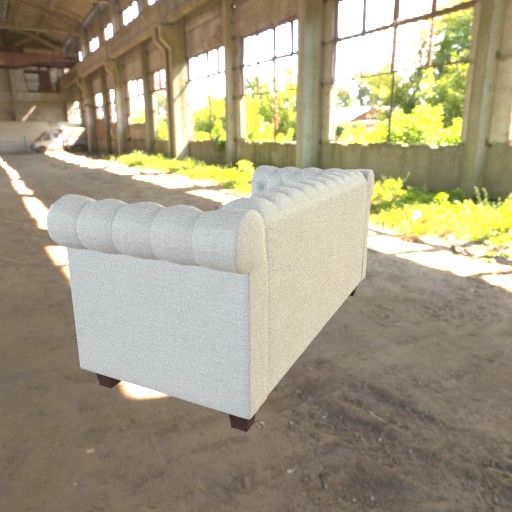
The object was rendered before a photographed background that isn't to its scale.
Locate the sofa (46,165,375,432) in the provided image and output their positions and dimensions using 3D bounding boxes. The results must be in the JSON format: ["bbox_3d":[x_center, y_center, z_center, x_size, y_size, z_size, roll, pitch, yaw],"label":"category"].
[{"bbox_3d":[0.000,0.000,2.224,0.783,0.797,1.798,7,17,25],"label":"sofa"}]
